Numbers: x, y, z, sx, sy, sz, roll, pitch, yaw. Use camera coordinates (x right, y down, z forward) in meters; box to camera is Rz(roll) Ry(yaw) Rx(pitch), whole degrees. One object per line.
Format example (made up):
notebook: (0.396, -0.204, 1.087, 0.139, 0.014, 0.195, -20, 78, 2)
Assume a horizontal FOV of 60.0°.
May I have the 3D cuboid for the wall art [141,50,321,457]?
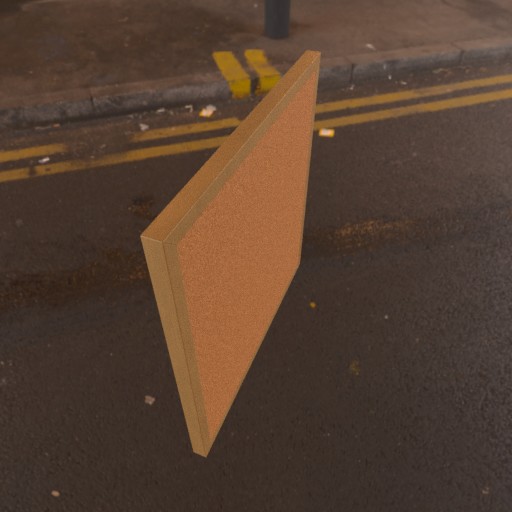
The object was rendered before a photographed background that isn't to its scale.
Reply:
wall art: (0.000, 0.000, 1.139, 0.037, 0.763, 0.763, 16, 47, 16)
